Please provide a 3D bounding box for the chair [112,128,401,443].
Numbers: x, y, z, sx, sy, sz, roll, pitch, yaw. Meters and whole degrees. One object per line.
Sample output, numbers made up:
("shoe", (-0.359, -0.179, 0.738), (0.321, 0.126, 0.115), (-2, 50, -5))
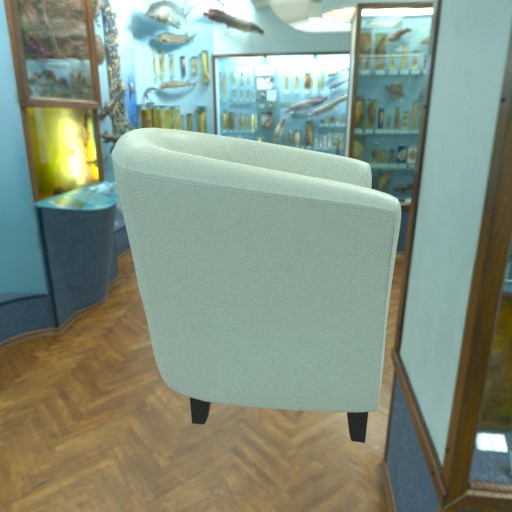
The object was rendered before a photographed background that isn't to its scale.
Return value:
("chair", (0.000, 0.000, 1.366), (0.727, 0.756, 0.792), (3, 18, 9))
